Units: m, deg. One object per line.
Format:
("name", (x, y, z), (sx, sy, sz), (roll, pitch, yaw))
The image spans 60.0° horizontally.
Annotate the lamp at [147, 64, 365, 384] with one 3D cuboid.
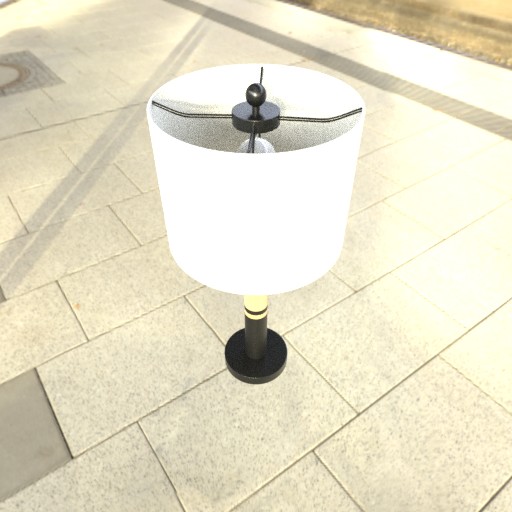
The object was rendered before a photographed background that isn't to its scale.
("lamp", (0.000, 0.000, 0.825), (0.305, 0.640, 0.305), (-28, 49, -27))
